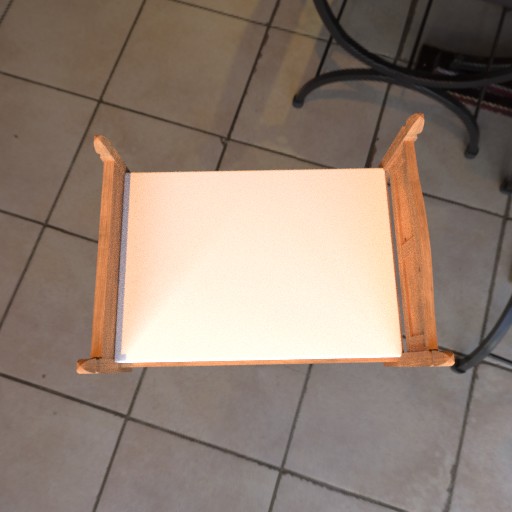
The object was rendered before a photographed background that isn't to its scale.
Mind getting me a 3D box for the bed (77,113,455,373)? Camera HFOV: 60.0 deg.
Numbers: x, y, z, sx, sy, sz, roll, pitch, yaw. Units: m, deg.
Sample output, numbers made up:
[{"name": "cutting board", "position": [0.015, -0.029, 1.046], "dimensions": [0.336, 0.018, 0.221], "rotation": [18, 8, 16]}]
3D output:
[{"name": "bed", "position": [0.000, 0.000, 2.983], "dimensions": [2.069, 1.100, 1.490], "rotation": [-1, 76, 0]}]
